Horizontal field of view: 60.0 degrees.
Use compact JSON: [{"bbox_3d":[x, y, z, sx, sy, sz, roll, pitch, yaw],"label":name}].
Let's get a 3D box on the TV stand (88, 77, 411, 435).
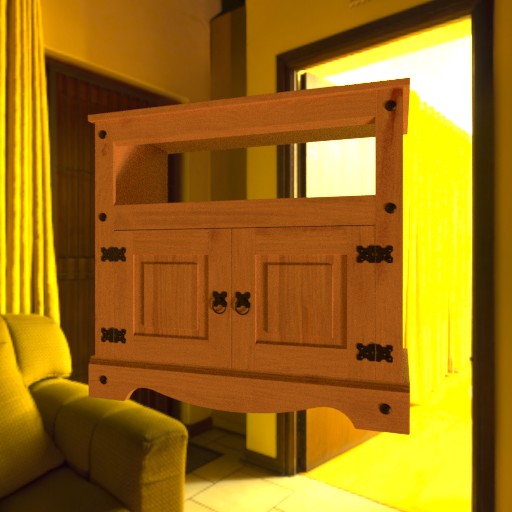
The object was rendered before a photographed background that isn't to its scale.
[{"bbox_3d":[0.000,0.000,1.305,0.851,0.787,0.430,0,0,18],"label":"TV stand"}]
